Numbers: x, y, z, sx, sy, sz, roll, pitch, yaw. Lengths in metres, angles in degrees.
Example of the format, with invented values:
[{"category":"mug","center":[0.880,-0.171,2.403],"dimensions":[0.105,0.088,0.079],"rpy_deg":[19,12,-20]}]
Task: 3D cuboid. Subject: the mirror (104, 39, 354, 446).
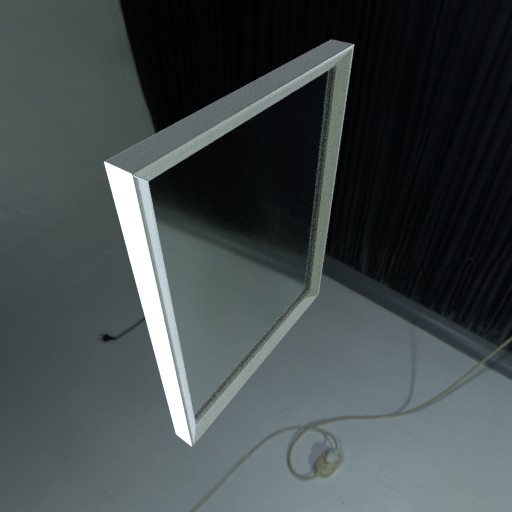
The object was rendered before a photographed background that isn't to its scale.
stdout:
[{"category":"mirror","center":[0.000,0.000,0.668],"dimensions":[0.041,0.509,0.406],"rpy_deg":[26,49,25]}]
